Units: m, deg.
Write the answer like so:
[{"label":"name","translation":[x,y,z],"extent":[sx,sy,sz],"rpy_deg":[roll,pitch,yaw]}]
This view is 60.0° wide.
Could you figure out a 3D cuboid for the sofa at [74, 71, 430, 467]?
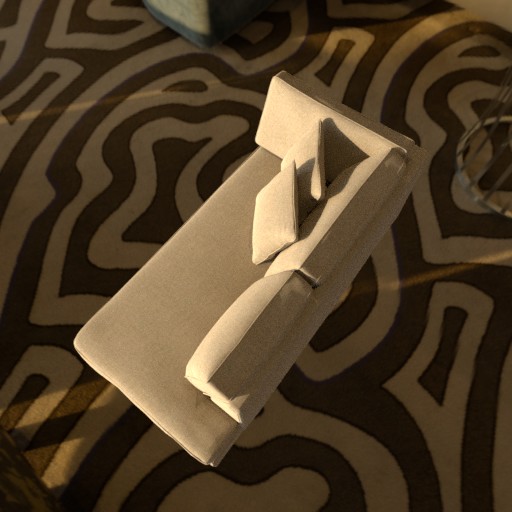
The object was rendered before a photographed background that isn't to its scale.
[{"label":"sofa","translation":[0.000,0.000,2.796],"extent":[1.110,1.019,2.238],"rpy_deg":[34,68,16]}]
